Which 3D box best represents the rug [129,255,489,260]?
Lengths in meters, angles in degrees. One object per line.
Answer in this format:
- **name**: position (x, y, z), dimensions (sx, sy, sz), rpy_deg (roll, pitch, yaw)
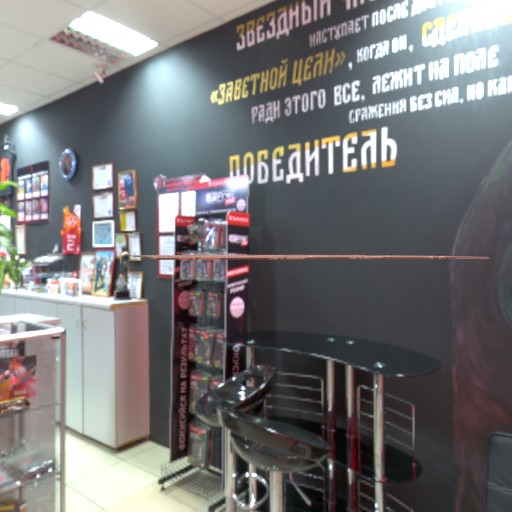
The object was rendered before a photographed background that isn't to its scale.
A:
- **rug**: position (0.000, 0.000, 2.179), dimensions (1.142, 0.010, 1.748), rpy_deg (0, 0, -18)
